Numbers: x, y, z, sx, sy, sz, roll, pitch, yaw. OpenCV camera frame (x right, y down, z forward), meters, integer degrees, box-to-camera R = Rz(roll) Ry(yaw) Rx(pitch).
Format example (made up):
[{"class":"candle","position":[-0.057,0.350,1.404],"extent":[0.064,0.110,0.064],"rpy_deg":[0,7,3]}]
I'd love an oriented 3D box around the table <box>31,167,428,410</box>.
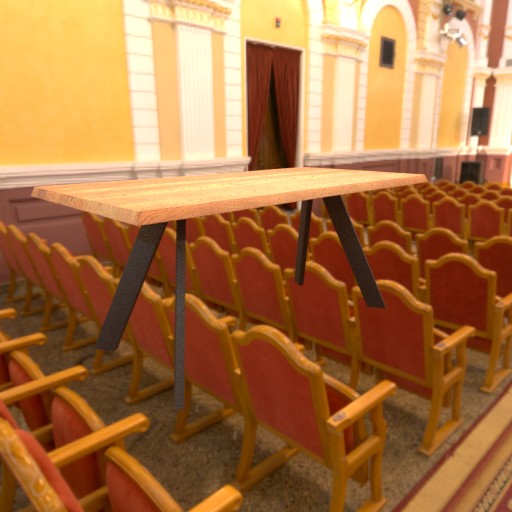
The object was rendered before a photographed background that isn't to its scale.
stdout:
[{"class":"table","position":[0.000,0.000,2.268],"extent":[1.800,0.770,0.900],"rpy_deg":[-14,21,-42]}]
